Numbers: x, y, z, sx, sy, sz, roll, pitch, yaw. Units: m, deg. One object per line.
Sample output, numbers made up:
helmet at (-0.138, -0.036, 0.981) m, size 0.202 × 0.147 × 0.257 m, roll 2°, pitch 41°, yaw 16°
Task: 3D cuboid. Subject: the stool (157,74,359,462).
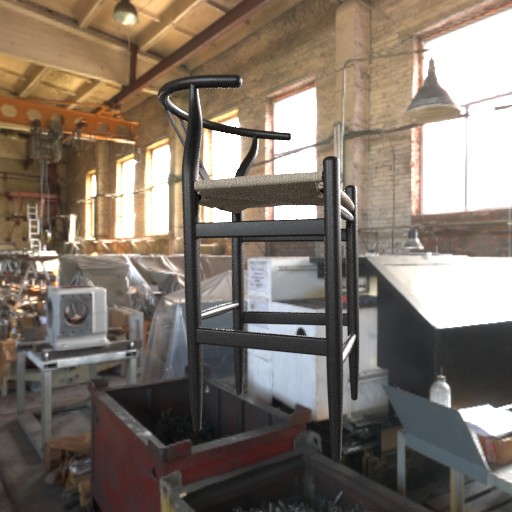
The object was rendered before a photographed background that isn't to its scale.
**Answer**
stool at (0.000, 0.000, 1.351) m, size 0.579 × 0.970 × 0.569 m, roll 0°, pitch 0°, yaw 18°
